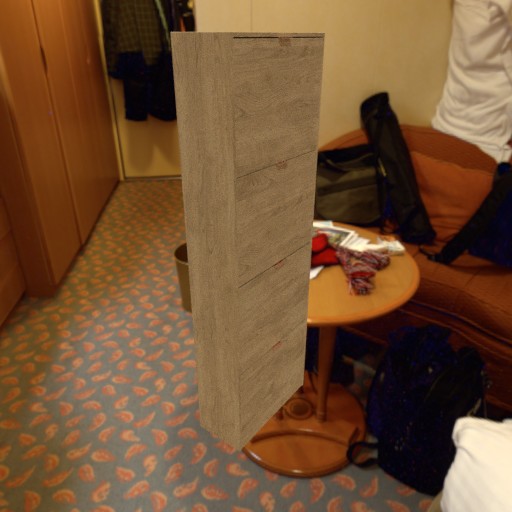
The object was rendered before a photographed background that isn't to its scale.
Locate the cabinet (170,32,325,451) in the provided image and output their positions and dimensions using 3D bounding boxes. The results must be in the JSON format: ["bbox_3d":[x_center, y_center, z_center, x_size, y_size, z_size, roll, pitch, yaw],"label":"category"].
[{"bbox_3d":[0.000,0.000,1.809,0.250,1.630,0.520,19,32,33],"label":"cabinet"}]
